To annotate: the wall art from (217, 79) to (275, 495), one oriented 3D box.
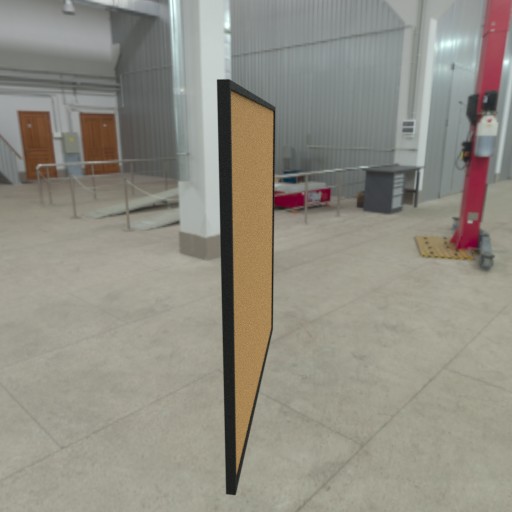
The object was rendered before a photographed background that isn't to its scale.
[{"bbox_3d":[0.000,0.000,0.679,0.013,0.457,0.458,2,16,7],"label":"wall art"}]
